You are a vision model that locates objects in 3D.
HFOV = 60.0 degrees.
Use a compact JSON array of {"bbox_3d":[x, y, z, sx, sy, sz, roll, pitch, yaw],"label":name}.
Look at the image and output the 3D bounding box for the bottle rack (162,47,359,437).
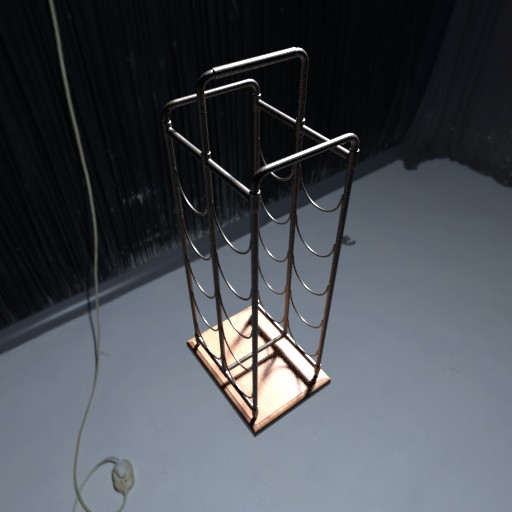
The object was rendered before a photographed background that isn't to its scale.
[{"bbox_3d":[0.000,0.000,0.788,0.208,0.680,0.276,-26,49,-26],"label":"bottle rack"}]
